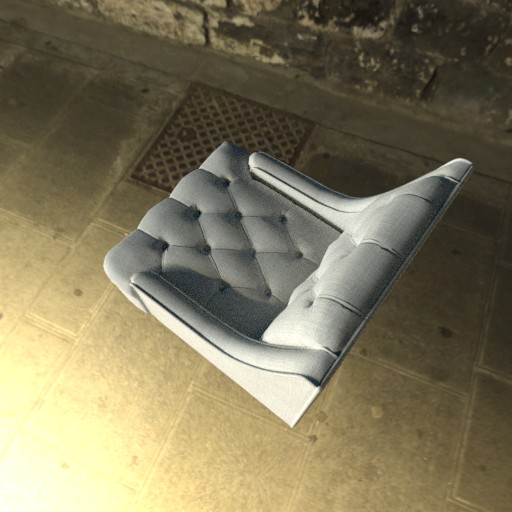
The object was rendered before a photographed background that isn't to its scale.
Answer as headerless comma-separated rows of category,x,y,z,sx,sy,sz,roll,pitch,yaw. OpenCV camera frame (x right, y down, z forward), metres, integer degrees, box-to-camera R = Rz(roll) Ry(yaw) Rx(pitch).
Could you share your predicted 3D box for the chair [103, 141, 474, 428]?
chair,0.000,0.000,1.377,0.772,0.891,0.658,35,68,16
